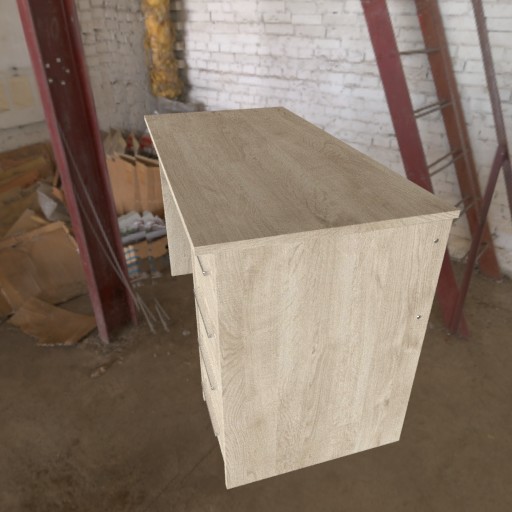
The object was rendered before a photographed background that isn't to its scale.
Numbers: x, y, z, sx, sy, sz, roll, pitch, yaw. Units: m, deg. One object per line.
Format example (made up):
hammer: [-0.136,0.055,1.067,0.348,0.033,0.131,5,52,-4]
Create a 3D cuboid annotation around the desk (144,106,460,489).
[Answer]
desk: [0.000,0.000,1.489,0.560,0.730,1.096,-9,31,-15]
